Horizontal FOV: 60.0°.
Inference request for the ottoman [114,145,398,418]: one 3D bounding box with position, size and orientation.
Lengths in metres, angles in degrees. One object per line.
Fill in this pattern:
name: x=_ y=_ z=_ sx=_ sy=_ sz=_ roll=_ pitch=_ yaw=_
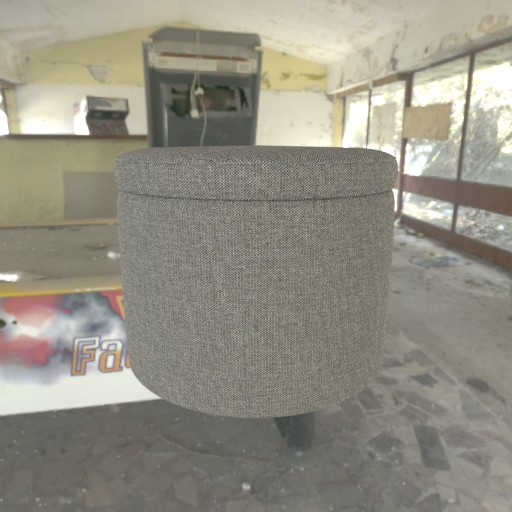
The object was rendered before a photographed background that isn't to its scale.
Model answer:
ottoman: x=0.000 y=0.000 z=0.887 sx=0.520 sy=0.430 sz=0.520 roll=0 pitch=14 yaw=0
